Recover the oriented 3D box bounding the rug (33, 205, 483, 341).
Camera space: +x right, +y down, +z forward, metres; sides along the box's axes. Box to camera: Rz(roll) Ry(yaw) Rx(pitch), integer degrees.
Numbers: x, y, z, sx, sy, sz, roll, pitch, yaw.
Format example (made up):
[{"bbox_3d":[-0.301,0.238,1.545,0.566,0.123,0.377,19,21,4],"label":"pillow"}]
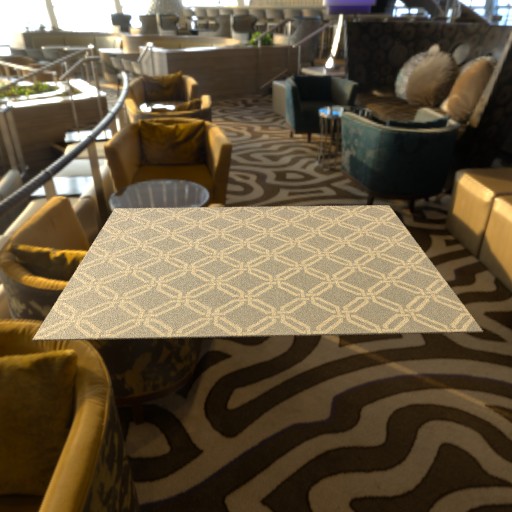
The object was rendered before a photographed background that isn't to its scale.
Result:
[{"bbox_3d":[0.000,0.000,4.356,3.353,0.013,2.438,-1,29,-1],"label":"rug"}]
